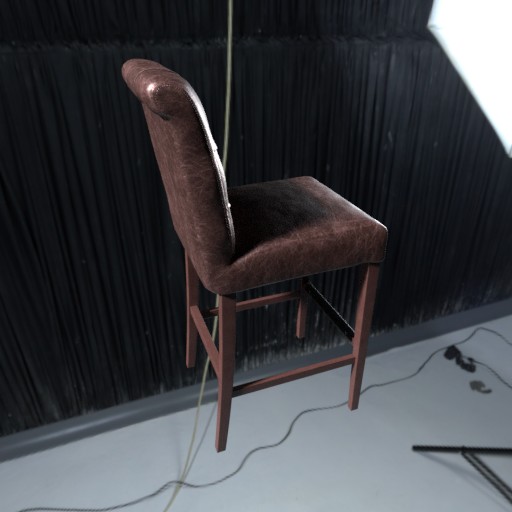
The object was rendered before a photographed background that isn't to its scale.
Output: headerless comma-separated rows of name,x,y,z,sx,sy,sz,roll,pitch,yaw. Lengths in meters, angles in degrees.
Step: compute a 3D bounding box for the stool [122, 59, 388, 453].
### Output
stool,0.000,0.000,1.441,0.659,1.168,0.483,-10,31,-18
